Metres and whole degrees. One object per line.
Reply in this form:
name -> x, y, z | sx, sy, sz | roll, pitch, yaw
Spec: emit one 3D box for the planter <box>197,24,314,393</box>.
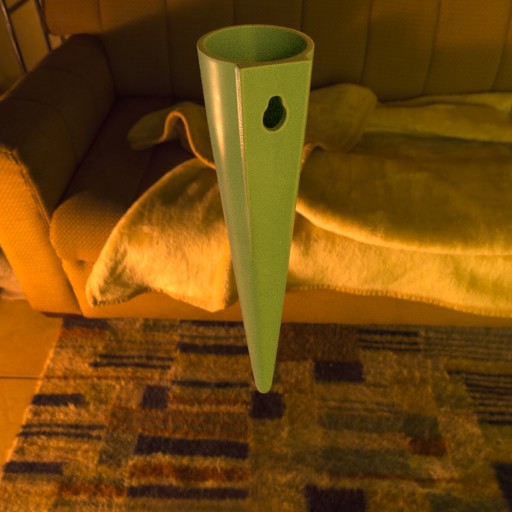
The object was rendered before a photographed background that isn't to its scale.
planter -> 0.000, 0.000, 0.294 | 0.054, 0.268, 0.055 | -13, 44, -13
